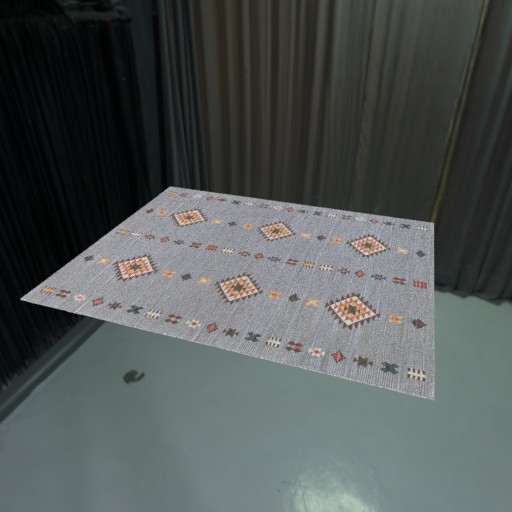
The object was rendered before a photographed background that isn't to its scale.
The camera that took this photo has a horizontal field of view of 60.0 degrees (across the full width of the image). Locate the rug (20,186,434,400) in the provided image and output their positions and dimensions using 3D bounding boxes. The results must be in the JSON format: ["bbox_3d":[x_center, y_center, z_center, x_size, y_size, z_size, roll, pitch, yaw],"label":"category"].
[{"bbox_3d":[0.000,0.000,3.997,3.035,0.008,2.425,10,32,16],"label":"rug"}]
